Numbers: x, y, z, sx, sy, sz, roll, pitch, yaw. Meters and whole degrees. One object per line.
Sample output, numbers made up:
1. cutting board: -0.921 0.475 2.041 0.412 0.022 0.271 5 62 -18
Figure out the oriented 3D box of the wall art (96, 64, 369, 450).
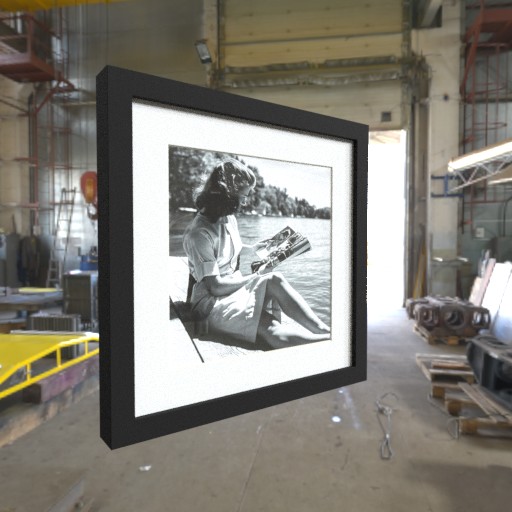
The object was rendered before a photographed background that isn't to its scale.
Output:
1. wall art: 0.000 0.000 0.452 0.308 0.305 0.030 -1 2 -36
